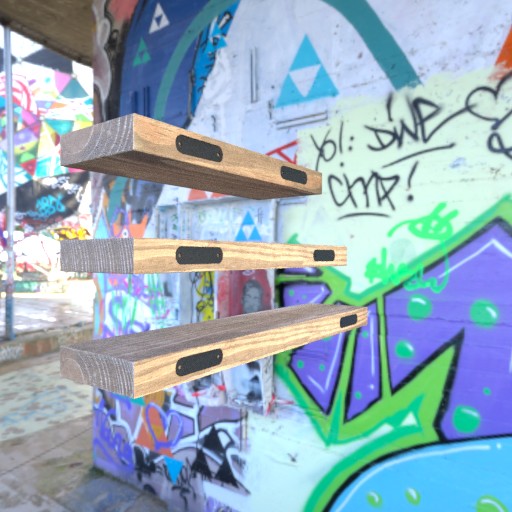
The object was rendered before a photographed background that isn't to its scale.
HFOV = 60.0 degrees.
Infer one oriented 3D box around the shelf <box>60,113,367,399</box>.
[{"bbox_3d":[0.000,0.000,0.739,0.140,0.293,0.610,0,0,36],"label":"shelf"}]
